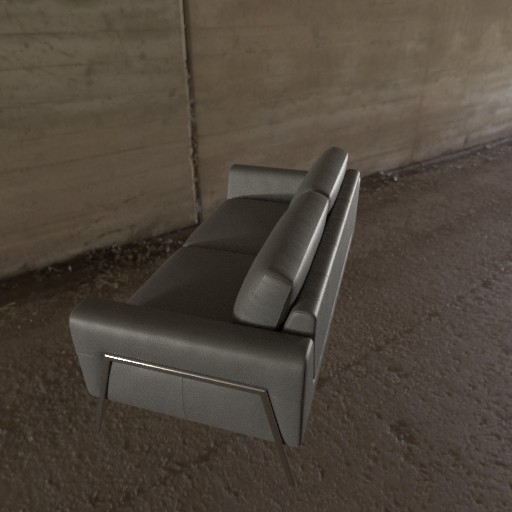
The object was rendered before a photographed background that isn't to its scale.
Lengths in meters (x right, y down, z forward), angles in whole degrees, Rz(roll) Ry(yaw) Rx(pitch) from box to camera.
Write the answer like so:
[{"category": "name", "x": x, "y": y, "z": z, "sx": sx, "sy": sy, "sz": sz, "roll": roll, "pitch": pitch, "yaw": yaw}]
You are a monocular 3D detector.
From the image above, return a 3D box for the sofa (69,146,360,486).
[{"category": "sofa", "x": 0.000, "y": 0.000, "z": 2.511, "sx": 0.953, "sy": 0.875, "sz": 2.017, "roll": 8, "pitch": 30, "yaw": 15}]
